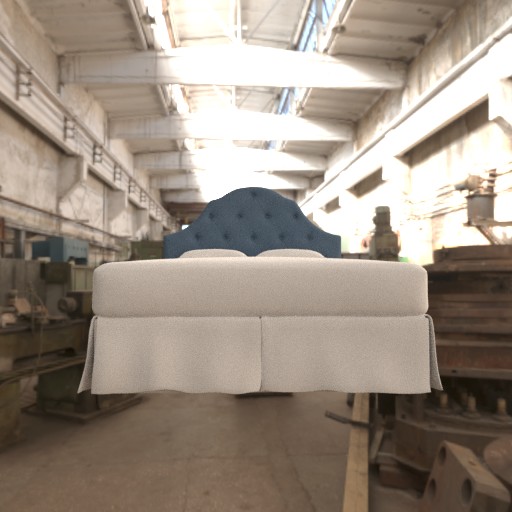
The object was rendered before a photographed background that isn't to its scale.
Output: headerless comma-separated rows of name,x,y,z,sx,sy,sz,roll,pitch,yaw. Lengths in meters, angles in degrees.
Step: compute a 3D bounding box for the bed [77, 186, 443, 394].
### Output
bed,0.000,0.000,3.678,2.039,1.617,2.477,0,-2,-2
